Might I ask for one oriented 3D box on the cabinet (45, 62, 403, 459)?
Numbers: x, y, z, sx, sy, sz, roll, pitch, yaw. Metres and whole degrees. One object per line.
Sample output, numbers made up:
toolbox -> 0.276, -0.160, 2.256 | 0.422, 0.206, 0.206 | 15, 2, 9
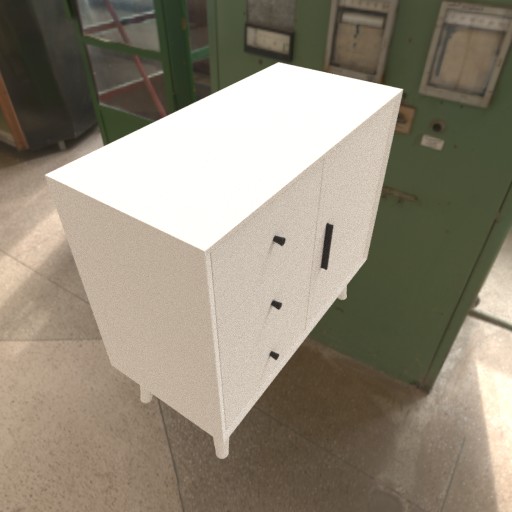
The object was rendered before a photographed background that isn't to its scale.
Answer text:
cabinet -> 0.000, 0.000, 1.229 | 0.398, 0.761, 0.800 | 24, 46, 26
